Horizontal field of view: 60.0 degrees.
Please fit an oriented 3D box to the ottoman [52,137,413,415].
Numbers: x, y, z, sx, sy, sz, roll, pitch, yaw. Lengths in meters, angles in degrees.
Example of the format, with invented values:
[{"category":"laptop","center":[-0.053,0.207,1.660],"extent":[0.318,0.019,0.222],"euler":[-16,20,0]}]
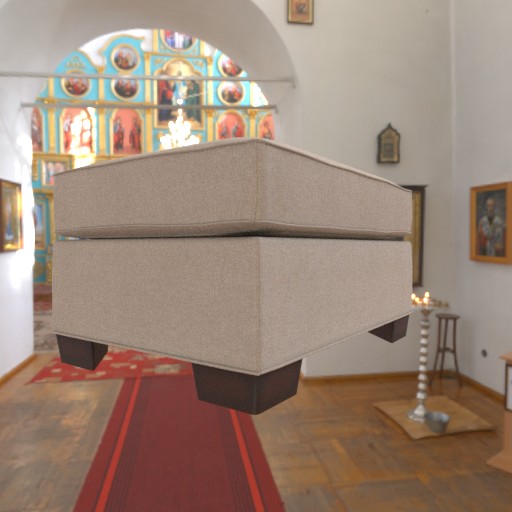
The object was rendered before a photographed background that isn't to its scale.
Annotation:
[{"category":"ottoman","center":[0.000,0.000,1.215],"extent":[0.617,0.503,0.846],"euler":[1,2,36]}]
